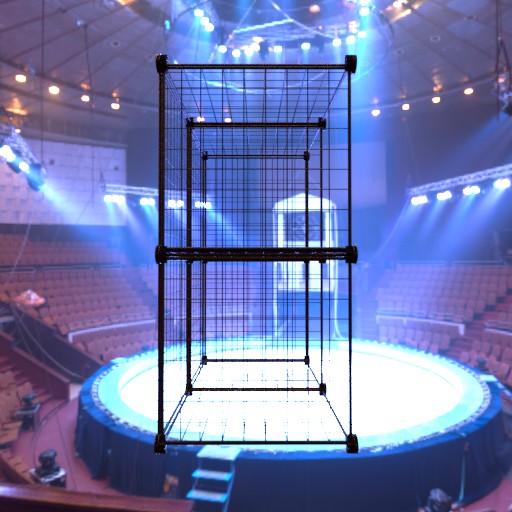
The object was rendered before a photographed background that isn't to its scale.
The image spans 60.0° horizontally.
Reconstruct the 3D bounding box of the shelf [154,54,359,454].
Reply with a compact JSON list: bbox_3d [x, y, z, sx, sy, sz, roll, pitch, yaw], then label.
[{"bbox_3d":[0.000,0.000,1.130,0.356,0.711,0.711,0,-1,0],"label":"shelf"}]
